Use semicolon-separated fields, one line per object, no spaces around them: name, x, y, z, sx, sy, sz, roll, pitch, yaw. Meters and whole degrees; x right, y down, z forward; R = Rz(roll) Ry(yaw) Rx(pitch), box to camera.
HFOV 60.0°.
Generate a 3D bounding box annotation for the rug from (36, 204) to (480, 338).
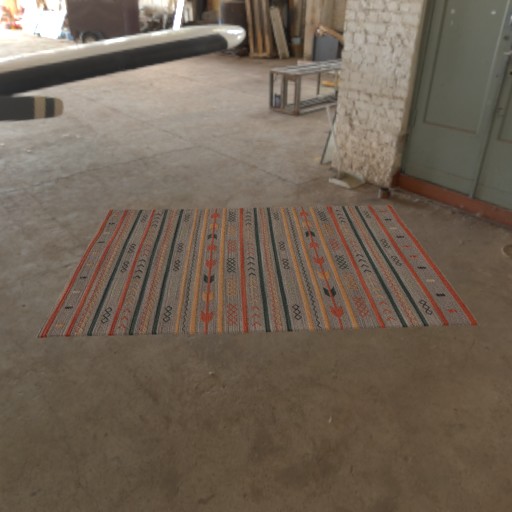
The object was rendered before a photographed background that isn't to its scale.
rug;0.000;0.000;2.343;1.835;0.017;1.220;-1;31;-2
